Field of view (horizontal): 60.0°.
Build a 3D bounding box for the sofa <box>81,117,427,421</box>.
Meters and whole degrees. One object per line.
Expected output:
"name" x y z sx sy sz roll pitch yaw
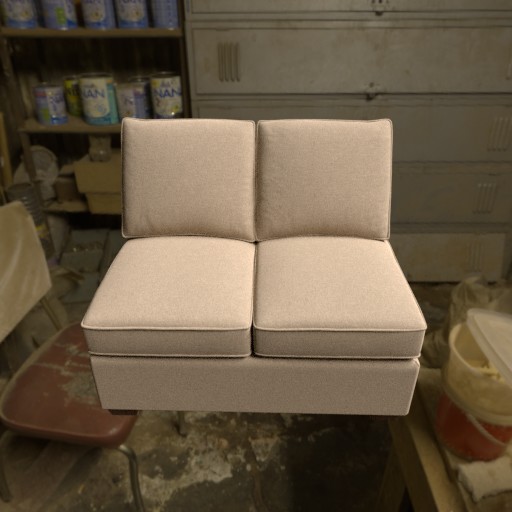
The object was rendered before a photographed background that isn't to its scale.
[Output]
"sofa" 0.000 0.000 1.911 1.237 1.008 0.951 1 30 1
